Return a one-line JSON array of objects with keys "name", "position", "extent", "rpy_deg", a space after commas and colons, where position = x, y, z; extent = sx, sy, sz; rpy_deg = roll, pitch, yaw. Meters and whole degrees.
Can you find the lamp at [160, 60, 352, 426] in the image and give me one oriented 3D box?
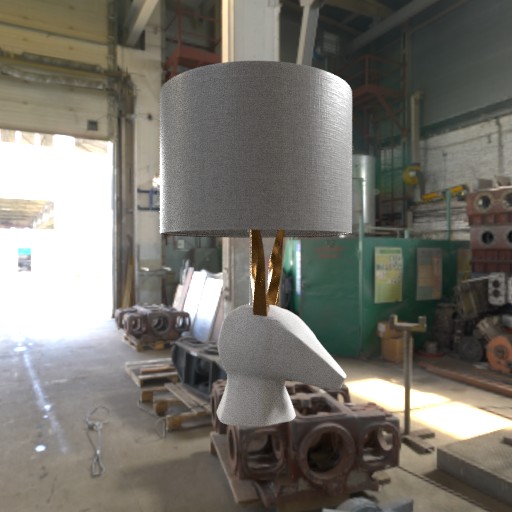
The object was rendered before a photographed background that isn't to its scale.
[{"name": "lamp", "position": [0.000, 0.000, 0.706], "extent": [0.298, 0.503, 0.298], "rpy_deg": [0, 0, 18]}]
